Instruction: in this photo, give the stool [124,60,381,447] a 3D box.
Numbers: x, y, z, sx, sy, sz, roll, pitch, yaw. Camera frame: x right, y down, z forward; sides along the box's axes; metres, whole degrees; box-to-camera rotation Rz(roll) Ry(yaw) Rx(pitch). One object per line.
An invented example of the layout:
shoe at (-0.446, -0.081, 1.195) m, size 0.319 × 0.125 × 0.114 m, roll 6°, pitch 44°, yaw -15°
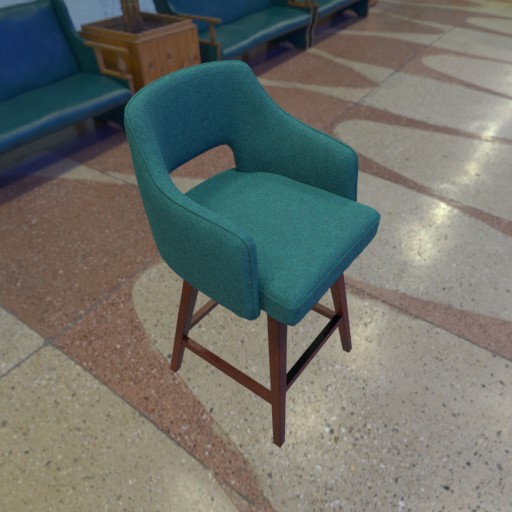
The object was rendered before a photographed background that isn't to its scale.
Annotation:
stool at (0.000, 0.000, 1.319) m, size 0.556 × 0.961 × 0.548 m, roll 26°, pitch 47°, yaw 27°
